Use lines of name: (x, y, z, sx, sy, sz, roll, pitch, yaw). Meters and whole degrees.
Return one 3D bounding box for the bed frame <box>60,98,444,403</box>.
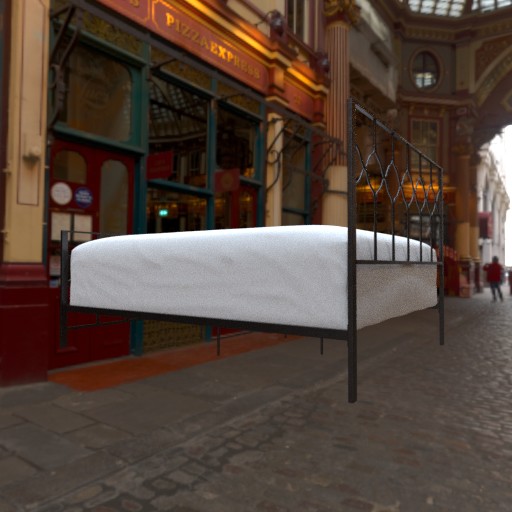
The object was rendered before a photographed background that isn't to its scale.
bed frame: (0.000, 0.000, 3.015, 2.063, 1.222, 1.597, -1, -1, 35)
